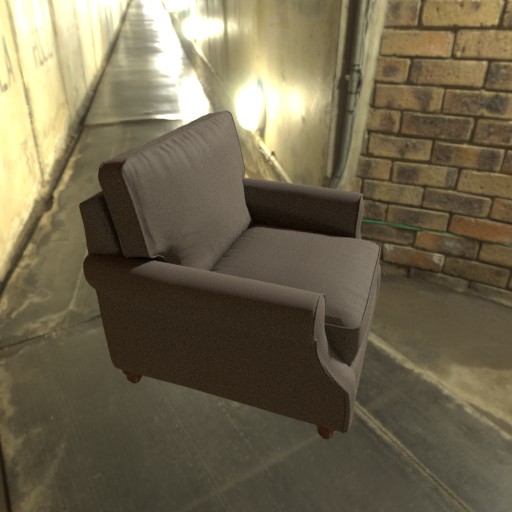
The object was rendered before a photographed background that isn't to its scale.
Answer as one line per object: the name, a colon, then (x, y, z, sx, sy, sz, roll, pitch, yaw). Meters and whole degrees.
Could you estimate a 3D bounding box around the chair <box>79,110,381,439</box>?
chair: (0.000, 0.000, 1.788, 0.966, 0.967, 1.029, 10, 31, 17)
